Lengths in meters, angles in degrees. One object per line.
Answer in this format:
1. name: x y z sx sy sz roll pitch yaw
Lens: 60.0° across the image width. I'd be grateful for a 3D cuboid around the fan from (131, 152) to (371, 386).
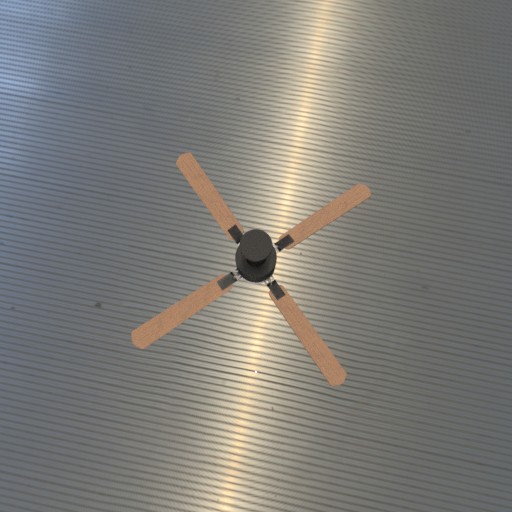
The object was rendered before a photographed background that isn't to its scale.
1. fan: 0.000 0.000 1.957 1.320 0.355 1.320 -33 78 -8
